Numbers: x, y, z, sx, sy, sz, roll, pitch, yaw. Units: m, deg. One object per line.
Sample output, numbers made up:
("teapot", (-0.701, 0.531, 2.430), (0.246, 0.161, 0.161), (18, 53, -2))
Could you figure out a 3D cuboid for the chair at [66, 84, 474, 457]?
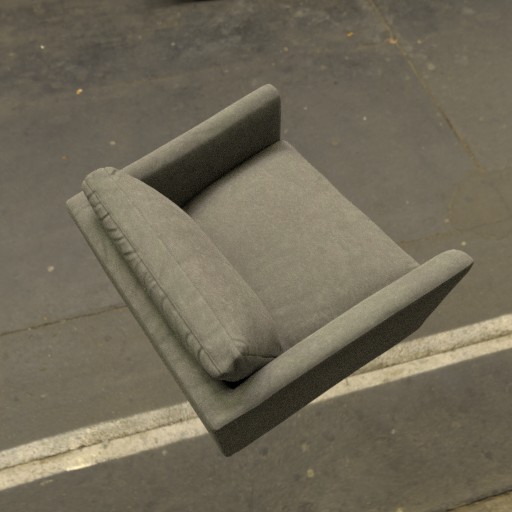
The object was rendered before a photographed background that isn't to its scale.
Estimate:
("chair", (0.000, 0.000, 1.839), (1.091, 0.845, 1.190), (-32, 64, -18))
